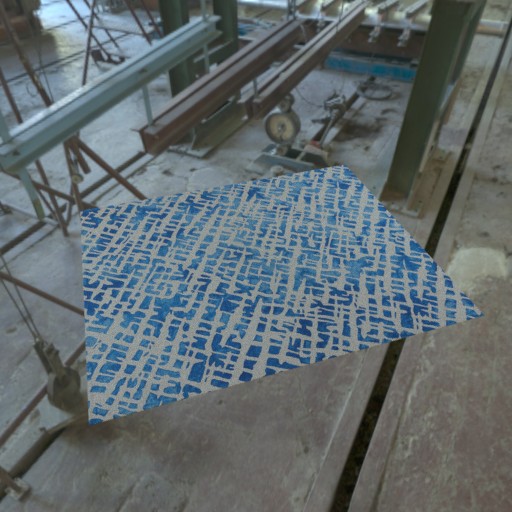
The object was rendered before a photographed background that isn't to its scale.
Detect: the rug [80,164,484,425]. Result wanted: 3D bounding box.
[{"bbox_3d":[0.000,0.000,4.020,3.007,0.007,2.435,-12,43,-13],"label":"rug"}]
